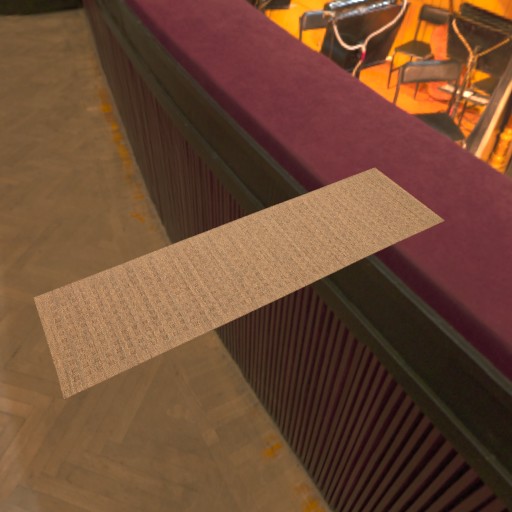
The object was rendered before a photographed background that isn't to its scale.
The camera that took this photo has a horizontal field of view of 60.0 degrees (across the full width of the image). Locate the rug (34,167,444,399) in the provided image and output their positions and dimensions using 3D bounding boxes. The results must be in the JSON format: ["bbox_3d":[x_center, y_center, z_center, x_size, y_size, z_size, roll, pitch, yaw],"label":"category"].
[{"bbox_3d":[0.000,0.000,2.663,2.437,0.005,0.688,-23,50,-20],"label":"rug"}]
